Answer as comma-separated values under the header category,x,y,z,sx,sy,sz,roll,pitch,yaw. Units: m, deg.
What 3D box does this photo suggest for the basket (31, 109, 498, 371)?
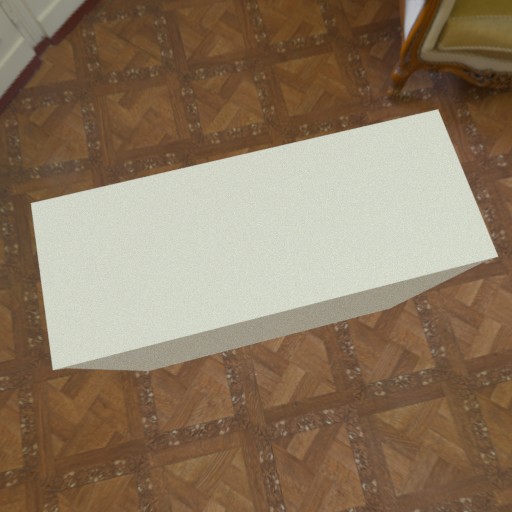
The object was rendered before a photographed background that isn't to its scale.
category,x,y,z,sx,sy,sz,roll,pitch,yaw
basket,0.000,0.000,1.111,0.792,0.625,0.376,-14,75,-4
